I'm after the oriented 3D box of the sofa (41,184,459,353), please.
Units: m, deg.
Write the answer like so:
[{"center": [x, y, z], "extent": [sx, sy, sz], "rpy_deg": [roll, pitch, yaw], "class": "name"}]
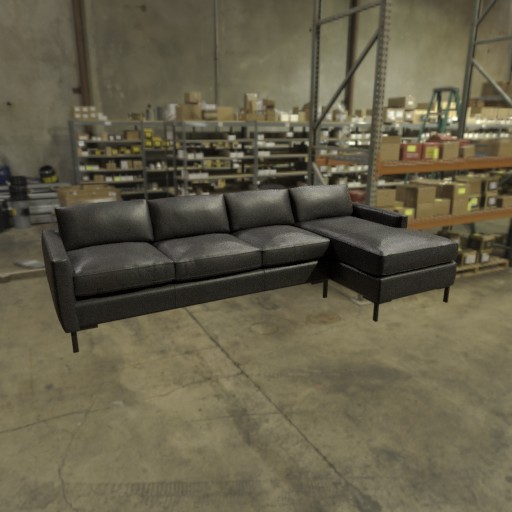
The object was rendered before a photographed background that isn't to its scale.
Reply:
[{"center": [0.000, 0.000, 3.526], "extent": [2.993, 0.859, 1.471], "rpy_deg": [-9, 19, -27], "class": "sofa"}]
